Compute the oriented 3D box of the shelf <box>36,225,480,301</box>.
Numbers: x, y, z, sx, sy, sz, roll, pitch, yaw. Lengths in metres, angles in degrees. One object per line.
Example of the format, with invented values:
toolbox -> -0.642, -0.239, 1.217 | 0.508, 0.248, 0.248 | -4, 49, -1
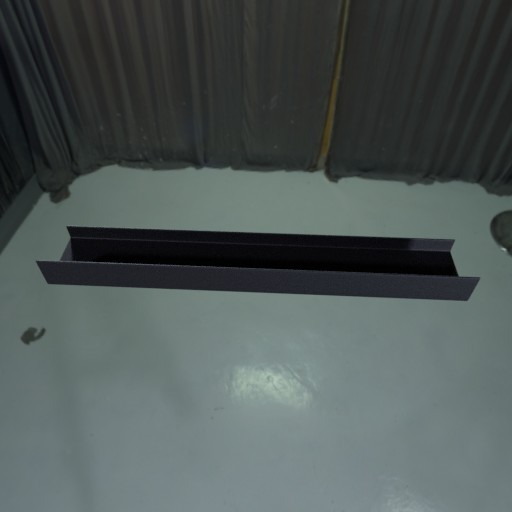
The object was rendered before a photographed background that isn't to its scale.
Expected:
shelf -> 0.000, 0.000, 0.655 | 0.605, 0.053, 0.102 | 2, 47, 2
